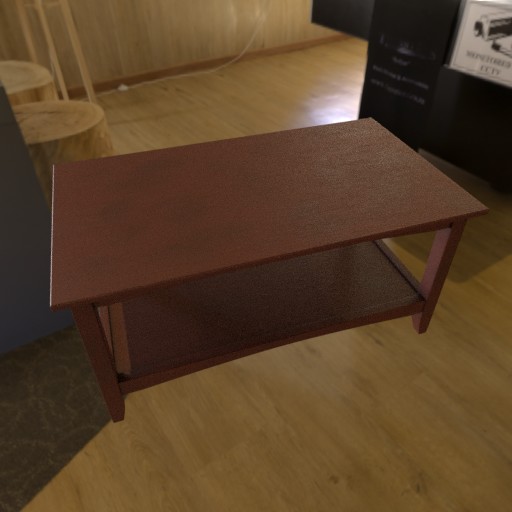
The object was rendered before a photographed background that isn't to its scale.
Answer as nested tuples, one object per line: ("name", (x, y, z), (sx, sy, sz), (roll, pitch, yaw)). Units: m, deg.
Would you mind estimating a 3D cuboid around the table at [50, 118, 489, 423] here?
("table", (0.000, 0.000, 1.231), (0.943, 0.456, 0.533), (-12, 42, -14))
